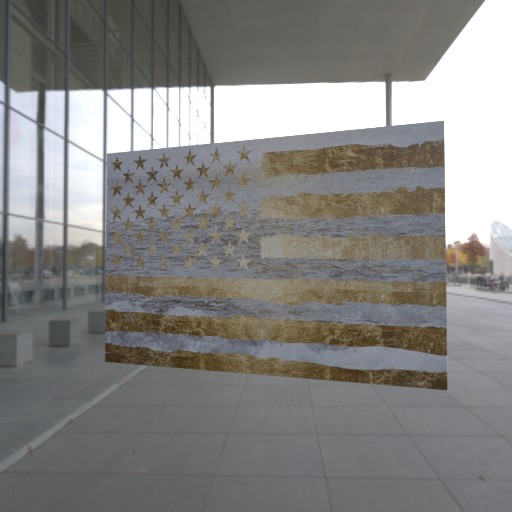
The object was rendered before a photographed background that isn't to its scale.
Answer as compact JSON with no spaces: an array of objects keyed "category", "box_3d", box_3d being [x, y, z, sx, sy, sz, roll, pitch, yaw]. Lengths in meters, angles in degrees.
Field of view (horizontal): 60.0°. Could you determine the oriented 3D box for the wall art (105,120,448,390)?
[{"category":"wall art","box_3d":[0.000,0.000,1.452,1.145,0.762,0.041,0,-2,19]}]
